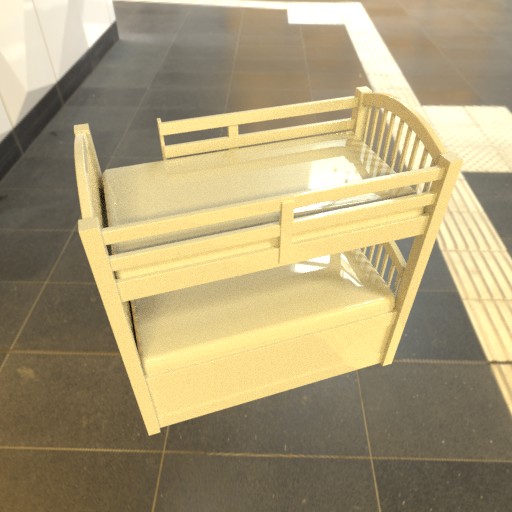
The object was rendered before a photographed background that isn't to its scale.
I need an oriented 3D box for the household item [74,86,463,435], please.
[{"bbox_3d":[0.000,0.000,3.224,2.032,2.032,1.143,-12,44,-13],"label":"household item"}]
